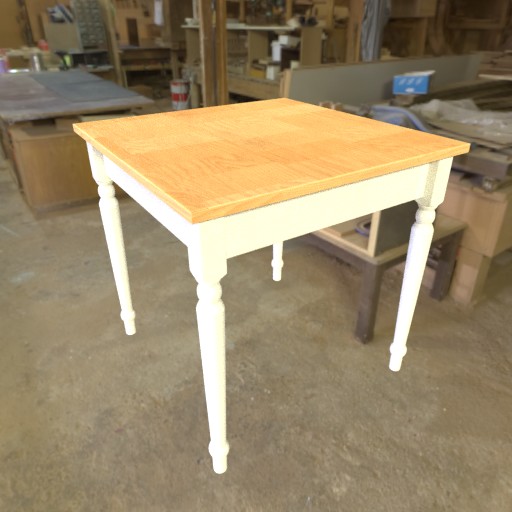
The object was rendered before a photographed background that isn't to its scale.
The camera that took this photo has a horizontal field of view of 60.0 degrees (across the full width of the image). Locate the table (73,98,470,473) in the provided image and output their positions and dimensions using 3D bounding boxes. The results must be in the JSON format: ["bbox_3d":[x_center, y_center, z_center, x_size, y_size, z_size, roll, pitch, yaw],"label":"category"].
[{"bbox_3d":[0.000,0.000,1.339,0.747,0.738,0.747,-18,34,-29],"label":"table"}]
